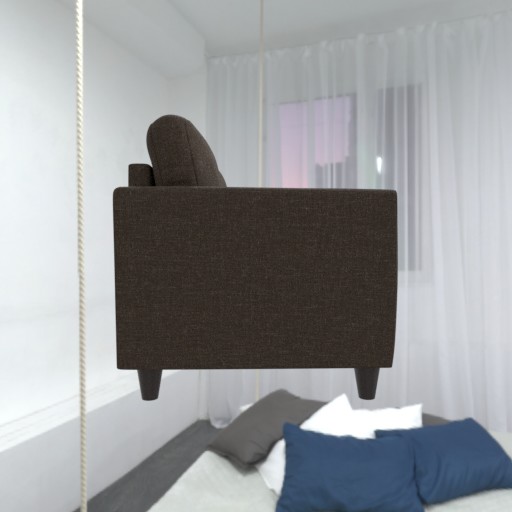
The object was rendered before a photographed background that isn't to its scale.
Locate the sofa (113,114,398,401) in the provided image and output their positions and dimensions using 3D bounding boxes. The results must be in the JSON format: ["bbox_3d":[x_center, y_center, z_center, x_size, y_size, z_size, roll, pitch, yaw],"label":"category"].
[{"bbox_3d":[0.000,0.000,1.979,0.851,0.885,1.423,0,0,-1],"label":"sofa"}]
